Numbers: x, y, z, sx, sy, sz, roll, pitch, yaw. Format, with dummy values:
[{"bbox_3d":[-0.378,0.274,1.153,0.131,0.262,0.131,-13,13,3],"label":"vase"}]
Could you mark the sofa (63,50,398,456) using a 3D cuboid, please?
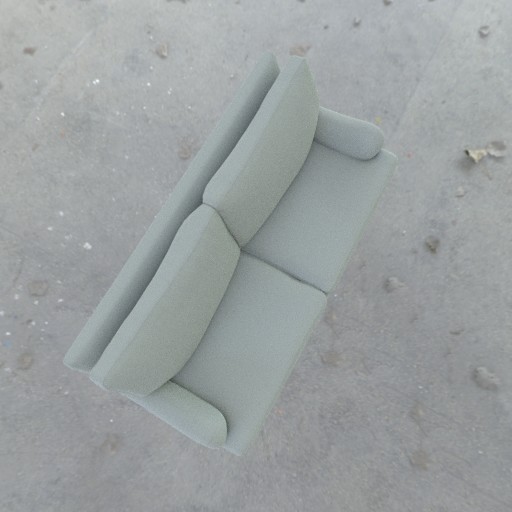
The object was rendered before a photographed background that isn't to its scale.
[{"bbox_3d":[0.000,0.000,2.800,1.069,1.096,2.193,28,77,7],"label":"sofa"}]
